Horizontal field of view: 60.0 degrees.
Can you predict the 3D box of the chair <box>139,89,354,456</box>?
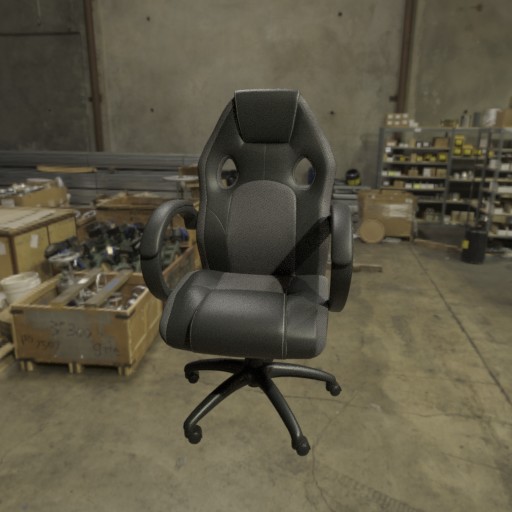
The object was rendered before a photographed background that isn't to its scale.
[{"bbox_3d":[0.000,0.000,1.603,0.673,1.187,0.724,2,16,9],"label":"chair"}]
